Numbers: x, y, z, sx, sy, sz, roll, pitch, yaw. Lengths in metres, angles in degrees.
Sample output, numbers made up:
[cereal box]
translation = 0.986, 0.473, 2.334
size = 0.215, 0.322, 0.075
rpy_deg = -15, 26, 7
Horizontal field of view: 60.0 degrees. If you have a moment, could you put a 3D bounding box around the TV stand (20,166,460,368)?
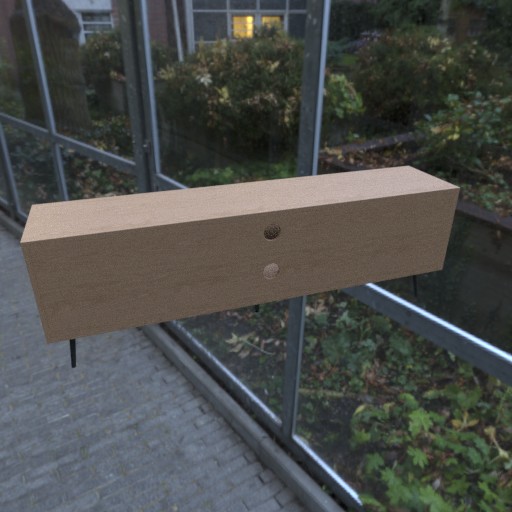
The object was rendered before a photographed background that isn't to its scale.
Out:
[TV stand]
translation = 0.000, 0.000, 1.998
size = 1.760, 0.580, 0.400
rpy_deg = -9, 28, -17
